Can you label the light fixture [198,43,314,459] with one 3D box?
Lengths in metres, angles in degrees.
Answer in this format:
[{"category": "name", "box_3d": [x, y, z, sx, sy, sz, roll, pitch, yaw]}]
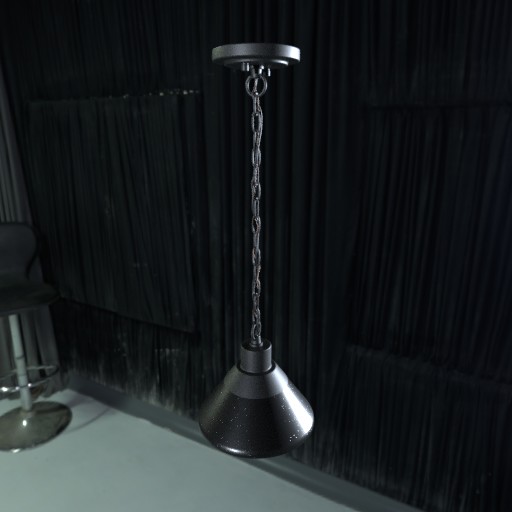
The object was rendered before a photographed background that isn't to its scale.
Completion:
[{"category": "light fixture", "box_3d": [0.000, 0.000, 0.692, 0.201, 0.588, 0.201, 8, 18, 24]}]
